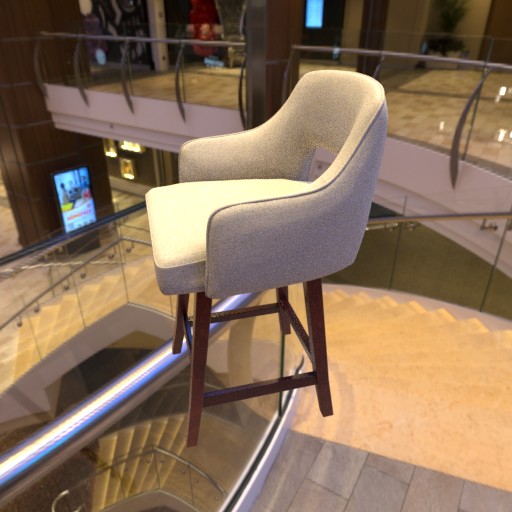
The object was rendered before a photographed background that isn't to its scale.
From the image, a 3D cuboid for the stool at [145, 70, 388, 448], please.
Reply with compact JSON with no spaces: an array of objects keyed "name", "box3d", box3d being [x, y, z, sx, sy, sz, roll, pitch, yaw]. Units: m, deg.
[{"name":"stool","box3d":[0.000,0.000,1.246,0.560,0.936,0.550,-8,30,-13]}]
